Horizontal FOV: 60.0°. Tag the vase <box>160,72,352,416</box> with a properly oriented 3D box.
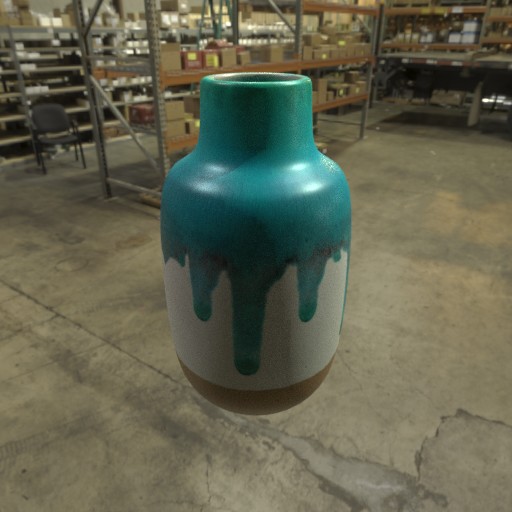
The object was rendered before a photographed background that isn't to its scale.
[{"bbox_3d":[0.000,0.000,0.255,0.106,0.192,0.106,0,27,0],"label":"vase"}]
